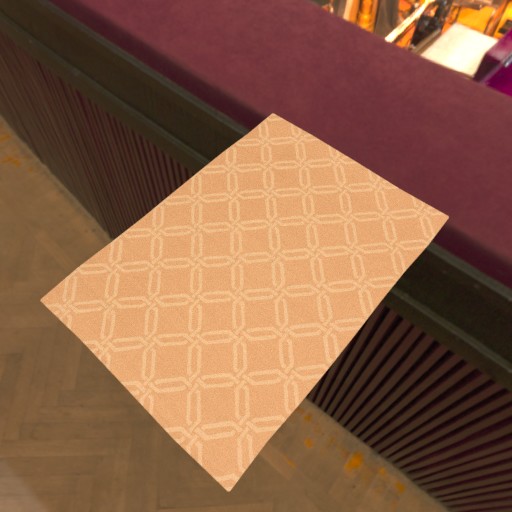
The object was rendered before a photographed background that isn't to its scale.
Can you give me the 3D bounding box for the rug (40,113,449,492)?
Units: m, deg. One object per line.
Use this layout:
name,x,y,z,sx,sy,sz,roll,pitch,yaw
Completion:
rug,0.000,0.000,2.743,1.524,0.013,2.135,37,65,20
